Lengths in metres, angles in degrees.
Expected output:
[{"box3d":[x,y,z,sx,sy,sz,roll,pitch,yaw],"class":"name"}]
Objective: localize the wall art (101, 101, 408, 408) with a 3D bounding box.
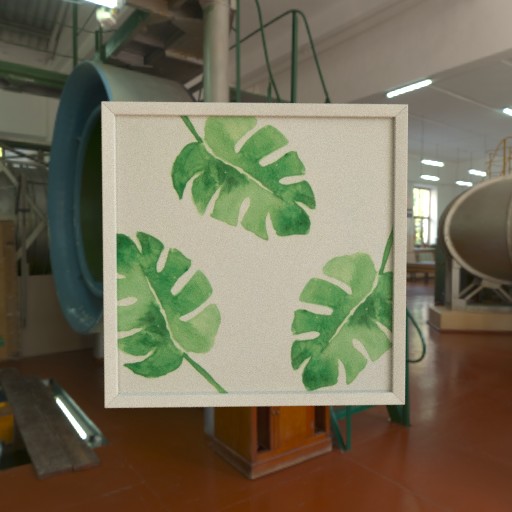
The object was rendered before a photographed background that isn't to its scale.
[{"box3d":[0.000,0.000,1.132,0.762,0.762,0.040,0,2,-2],"class":"wall art"}]
